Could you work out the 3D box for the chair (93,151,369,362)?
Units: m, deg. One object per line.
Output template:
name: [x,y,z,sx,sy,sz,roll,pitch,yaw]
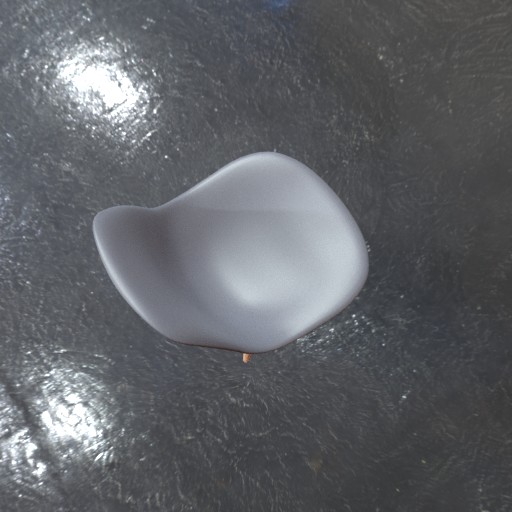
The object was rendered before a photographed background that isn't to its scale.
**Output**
chair: [0.000,0.000,1.119,0.533,0.826,0.470,-34,78,-8]
